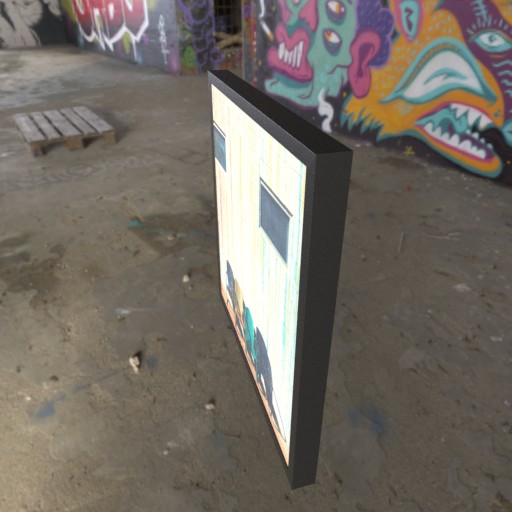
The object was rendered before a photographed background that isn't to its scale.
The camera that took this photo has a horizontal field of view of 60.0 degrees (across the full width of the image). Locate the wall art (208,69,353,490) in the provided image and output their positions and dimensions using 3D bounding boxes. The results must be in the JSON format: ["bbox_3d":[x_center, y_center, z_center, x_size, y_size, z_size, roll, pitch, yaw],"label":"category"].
[{"bbox_3d":[0.000,0.000,0.735,0.037,0.506,0.506,-8,32,-14],"label":"wall art"}]
